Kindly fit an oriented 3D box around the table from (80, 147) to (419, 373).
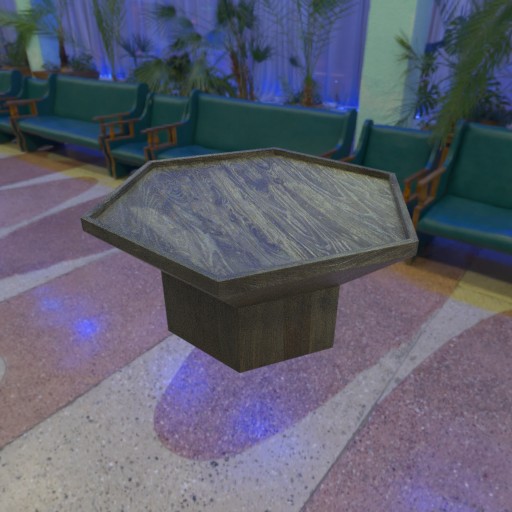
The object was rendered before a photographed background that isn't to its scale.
[{"bbox_3d":[0.000,0.000,1.605,1.115,0.488,0.966,22,36,33],"label":"table"}]
